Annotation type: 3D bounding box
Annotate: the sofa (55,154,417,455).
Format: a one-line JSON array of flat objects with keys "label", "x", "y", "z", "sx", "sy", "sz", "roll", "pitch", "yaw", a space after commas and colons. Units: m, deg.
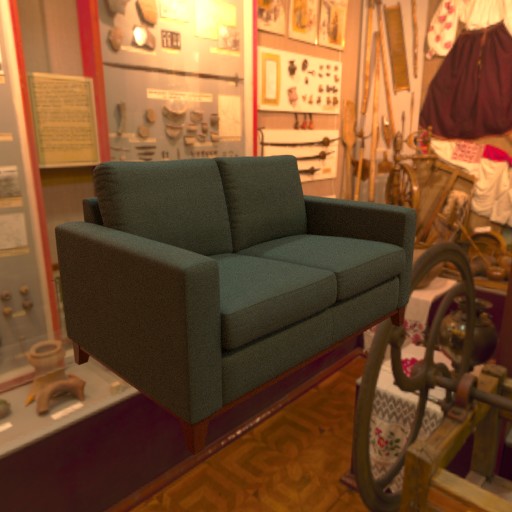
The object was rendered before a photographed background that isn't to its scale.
[{"label": "sofa", "x": 0.000, "y": 0.000, "z": 2.109, "sx": 0.955, "sy": 0.903, "sz": 1.489, "roll": 14, "pitch": 21, "yaw": 42}]
